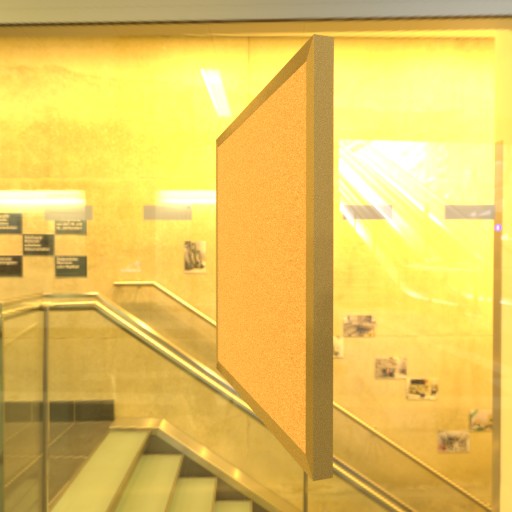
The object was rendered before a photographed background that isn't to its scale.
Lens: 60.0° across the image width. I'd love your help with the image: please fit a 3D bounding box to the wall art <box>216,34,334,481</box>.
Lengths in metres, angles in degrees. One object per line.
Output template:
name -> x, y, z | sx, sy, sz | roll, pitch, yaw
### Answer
wall art -> 0.000, 0.000, 1.124 | 0.038, 0.762, 0.762 | 0, 1, -18
